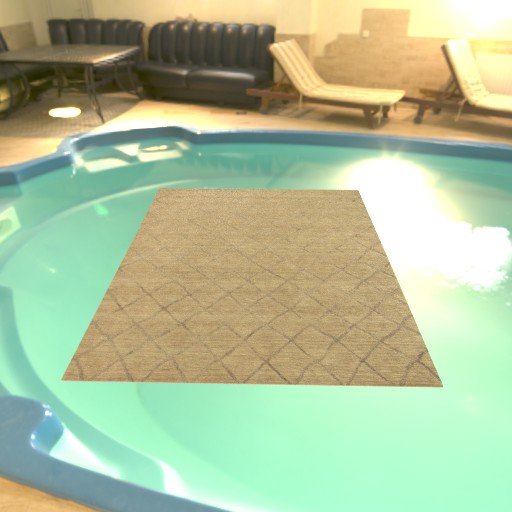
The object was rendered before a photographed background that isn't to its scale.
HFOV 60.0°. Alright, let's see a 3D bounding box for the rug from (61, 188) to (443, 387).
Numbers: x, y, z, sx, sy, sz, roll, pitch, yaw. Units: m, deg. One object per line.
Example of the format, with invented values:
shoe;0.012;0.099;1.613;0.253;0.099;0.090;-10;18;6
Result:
rug;0.000;0.000;4.089;2.420;0.019;3.038;1;32;1
